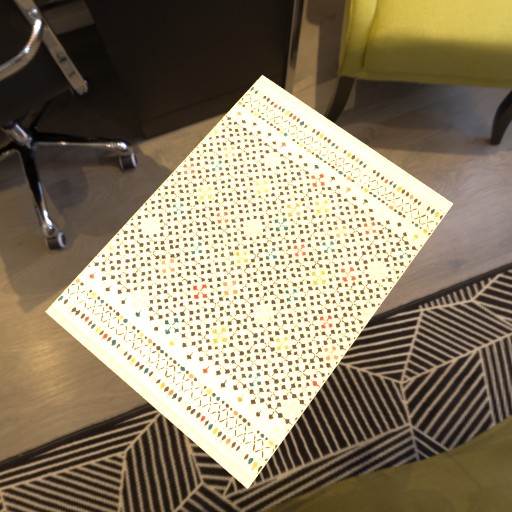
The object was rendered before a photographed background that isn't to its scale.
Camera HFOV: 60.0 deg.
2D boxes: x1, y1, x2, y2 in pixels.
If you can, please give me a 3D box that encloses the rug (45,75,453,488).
[{"bbox_3d":[0.000,0.000,2.028,1.146,0.006,1.556,37,78,9],"label":"rug"}]
